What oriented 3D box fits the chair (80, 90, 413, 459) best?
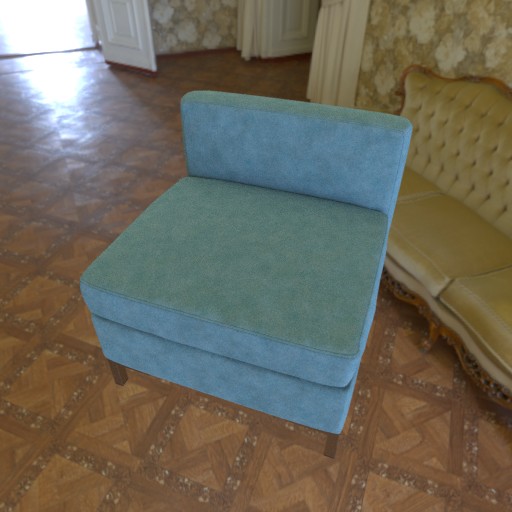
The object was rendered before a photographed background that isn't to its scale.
[{"bbox_3d":[0.000,0.000,1.233,0.684,0.660,0.685,13,41,16],"label":"chair"}]
